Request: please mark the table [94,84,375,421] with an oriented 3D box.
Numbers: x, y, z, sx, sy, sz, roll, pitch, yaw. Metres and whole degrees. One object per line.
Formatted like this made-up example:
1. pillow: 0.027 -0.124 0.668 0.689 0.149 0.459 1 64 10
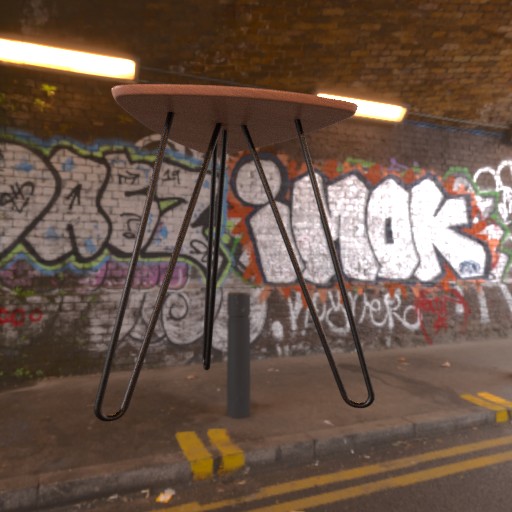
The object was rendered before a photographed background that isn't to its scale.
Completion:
1. table: 0.000 0.000 0.884 0.455 0.564 0.442 0 -2 18
